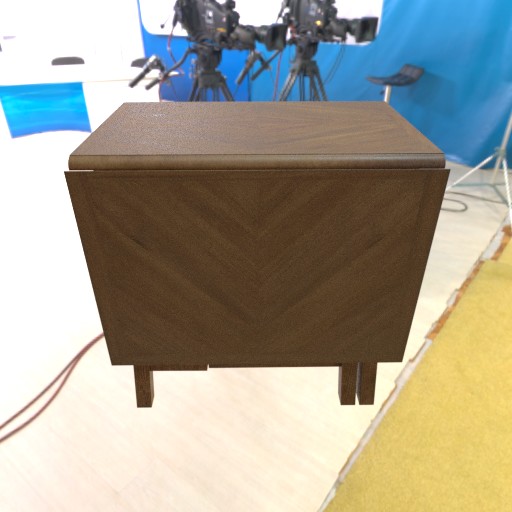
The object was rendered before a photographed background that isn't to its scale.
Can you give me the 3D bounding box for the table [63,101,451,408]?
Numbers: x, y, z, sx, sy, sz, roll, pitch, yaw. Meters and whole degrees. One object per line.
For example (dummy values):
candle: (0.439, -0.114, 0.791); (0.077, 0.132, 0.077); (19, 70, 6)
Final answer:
table: (0.000, 0.000, 1.650); (0.967, 0.981, 0.701); (0, 32, -1)
